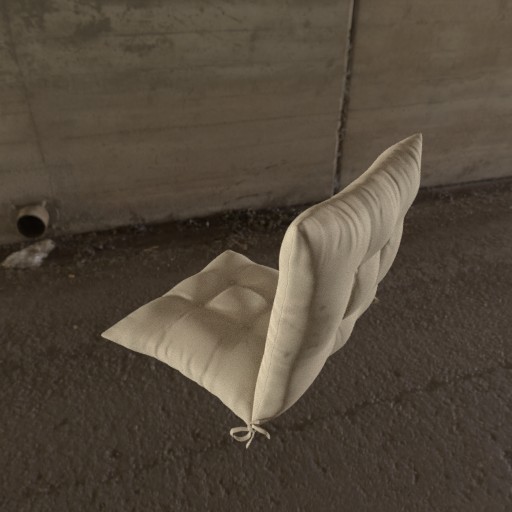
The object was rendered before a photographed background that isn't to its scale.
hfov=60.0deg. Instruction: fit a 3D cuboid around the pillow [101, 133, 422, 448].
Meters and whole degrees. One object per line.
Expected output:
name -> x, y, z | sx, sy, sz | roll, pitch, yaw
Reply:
pillow -> 0.000, 0.000, 1.011 | 0.585, 0.536, 0.541 | 21, 38, 29
